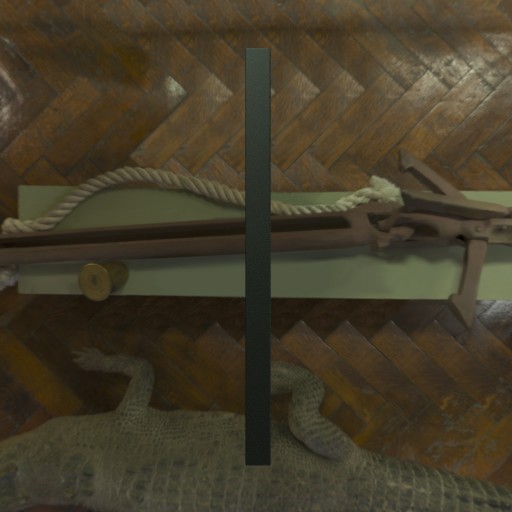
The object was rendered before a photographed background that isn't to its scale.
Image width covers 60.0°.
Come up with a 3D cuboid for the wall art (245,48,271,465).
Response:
[{"bbox_3d":[0.000,0.000,0.763,0.028,0.559,0.457,0,90,0],"label":"wall art"}]
